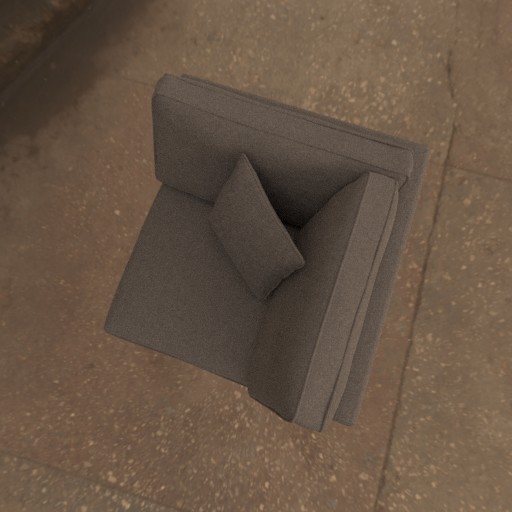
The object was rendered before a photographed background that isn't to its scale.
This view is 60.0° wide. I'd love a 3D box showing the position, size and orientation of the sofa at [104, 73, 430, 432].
[{"bbox_3d":[0.000,0.000,1.967,1.084,1.002,1.146,18,78,4],"label":"sofa"}]
